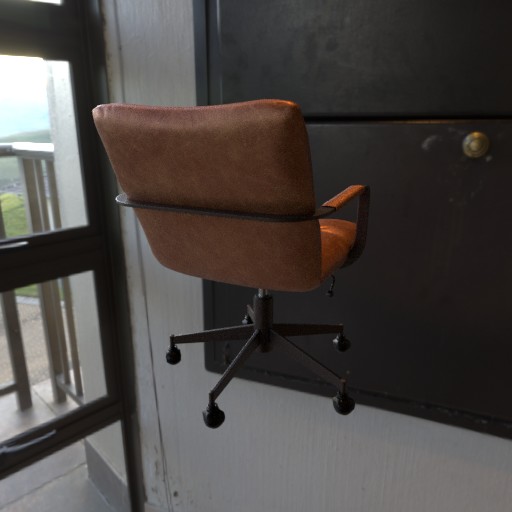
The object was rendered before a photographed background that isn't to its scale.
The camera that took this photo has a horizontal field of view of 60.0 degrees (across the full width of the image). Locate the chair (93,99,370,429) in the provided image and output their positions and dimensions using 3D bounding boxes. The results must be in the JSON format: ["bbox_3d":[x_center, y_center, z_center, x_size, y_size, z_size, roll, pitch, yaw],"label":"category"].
[{"bbox_3d":[0.000,0.000,1.438,0.727,0.922,0.754,8,19,26],"label":"chair"}]
